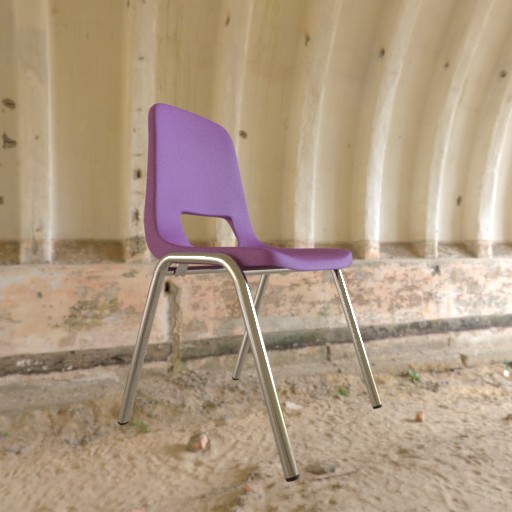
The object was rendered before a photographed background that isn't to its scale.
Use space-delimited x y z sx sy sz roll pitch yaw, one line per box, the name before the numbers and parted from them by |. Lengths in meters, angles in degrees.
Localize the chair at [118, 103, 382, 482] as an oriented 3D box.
chair | 0.000 0.000 0.682 0.301 0.493 0.291 0 1 35
